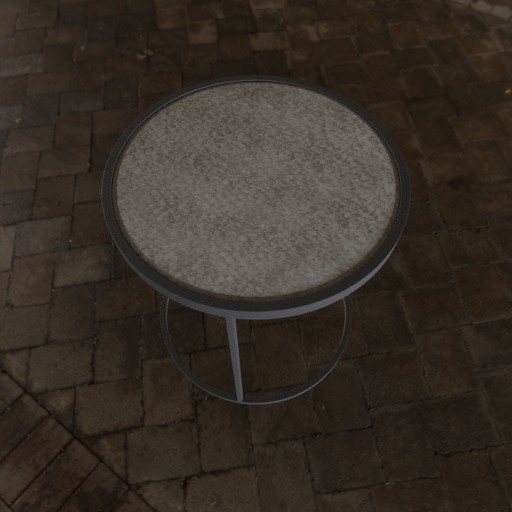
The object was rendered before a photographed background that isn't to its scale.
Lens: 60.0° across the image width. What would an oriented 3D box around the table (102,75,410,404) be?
[{"bbox_3d":[0.000,0.000,0.896,0.470,0.498,0.470,0,59,0],"label":"table"}]
